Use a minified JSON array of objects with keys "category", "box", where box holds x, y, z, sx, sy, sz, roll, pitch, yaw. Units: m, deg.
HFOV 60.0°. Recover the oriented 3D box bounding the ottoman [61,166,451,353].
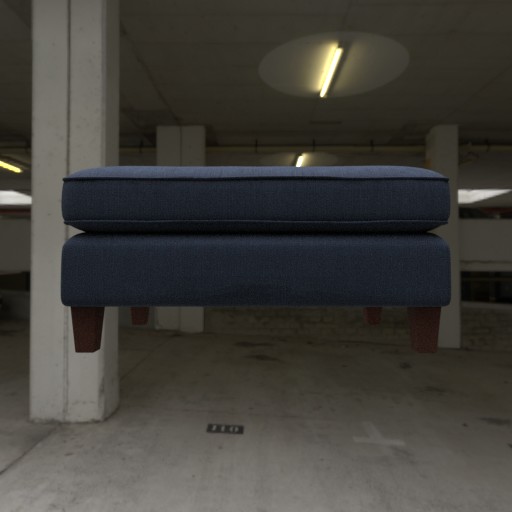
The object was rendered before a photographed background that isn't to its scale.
[{"category":"ottoman","box":[0.000,0.000,1.223,0.885,0.438,0.570,0,-1,0]}]
